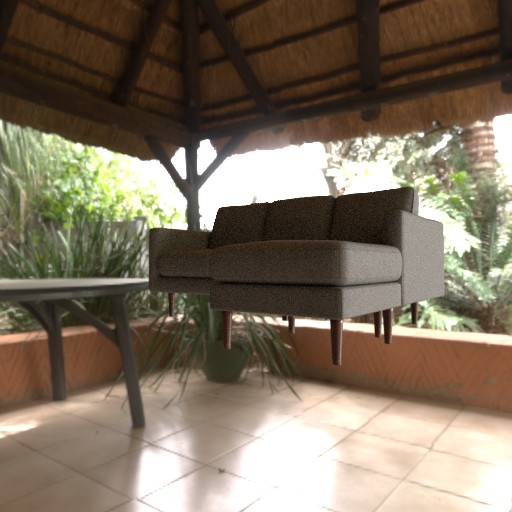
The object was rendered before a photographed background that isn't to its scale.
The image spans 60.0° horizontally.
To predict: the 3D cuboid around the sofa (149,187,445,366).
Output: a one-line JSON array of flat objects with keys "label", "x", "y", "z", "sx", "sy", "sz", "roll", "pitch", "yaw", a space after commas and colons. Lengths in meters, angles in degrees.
[{"label": "sofa", "x": 0.000, "y": 0.000, "z": 3.013, "sx": 2.055, "sy": 0.957, "sz": 1.667, "roll": -1, "pitch": -1, "yaw": 36}]
